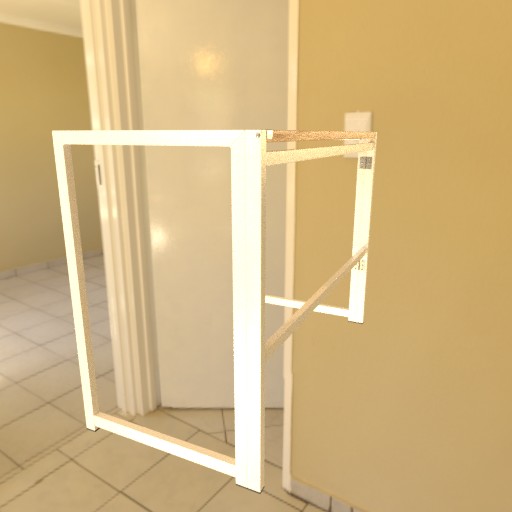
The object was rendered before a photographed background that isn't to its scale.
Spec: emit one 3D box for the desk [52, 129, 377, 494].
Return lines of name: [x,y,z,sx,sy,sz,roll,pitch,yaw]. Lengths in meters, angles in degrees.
desk: [0.000,0.000,1.406,0.508,0.762,1.016,7,17,25]
